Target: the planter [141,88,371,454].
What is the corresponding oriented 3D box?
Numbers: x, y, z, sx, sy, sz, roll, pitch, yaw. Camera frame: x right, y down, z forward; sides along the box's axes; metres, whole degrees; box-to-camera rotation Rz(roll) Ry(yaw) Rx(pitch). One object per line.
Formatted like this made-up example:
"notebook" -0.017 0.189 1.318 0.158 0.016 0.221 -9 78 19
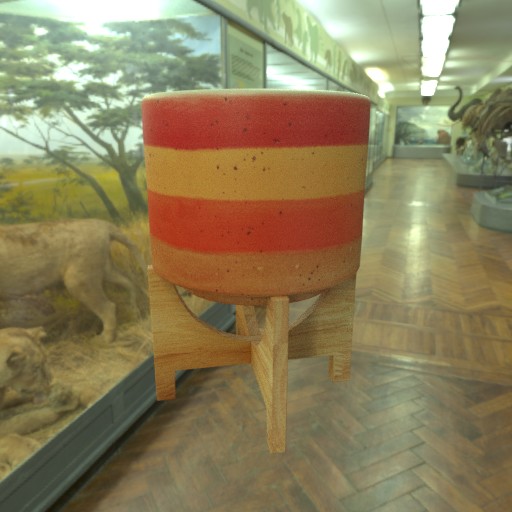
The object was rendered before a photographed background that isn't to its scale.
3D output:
"planter" 0.000 0.000 0.563 0.269 0.379 0.269 0 16 0
